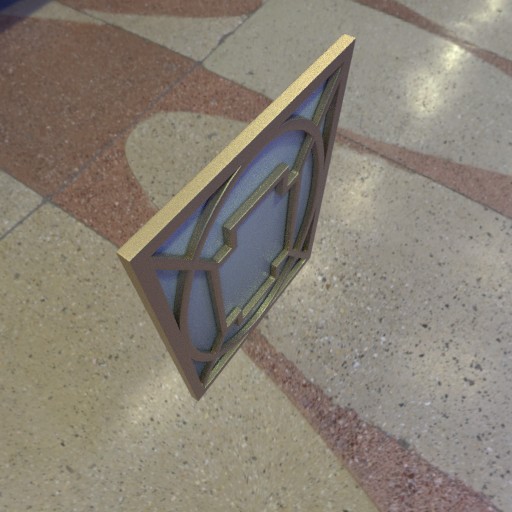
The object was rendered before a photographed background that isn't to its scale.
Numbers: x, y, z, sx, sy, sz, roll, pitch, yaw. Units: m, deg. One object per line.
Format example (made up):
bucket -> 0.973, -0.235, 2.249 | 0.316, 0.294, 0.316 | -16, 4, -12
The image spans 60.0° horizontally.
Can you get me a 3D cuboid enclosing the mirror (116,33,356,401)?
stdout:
mirror -> 0.000, 0.000, 1.336 | 0.032, 1.023, 0.756 | 32, 64, 18
